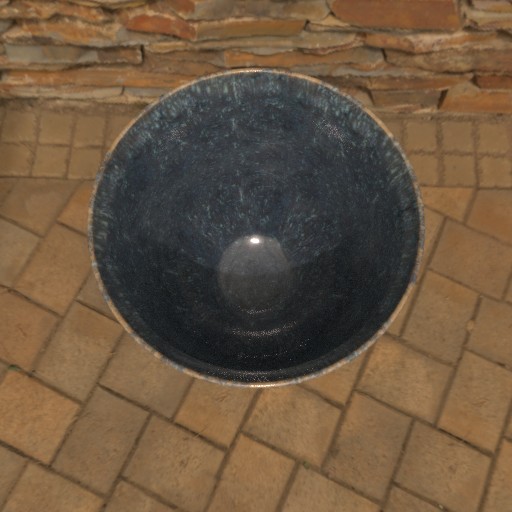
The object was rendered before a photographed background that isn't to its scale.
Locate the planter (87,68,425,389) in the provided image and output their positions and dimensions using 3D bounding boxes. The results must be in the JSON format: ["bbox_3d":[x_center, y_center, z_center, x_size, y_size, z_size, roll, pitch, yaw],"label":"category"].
[{"bbox_3d":[0.000,0.000,0.478,0.266,0.270,0.266,0,75,0],"label":"planter"}]
